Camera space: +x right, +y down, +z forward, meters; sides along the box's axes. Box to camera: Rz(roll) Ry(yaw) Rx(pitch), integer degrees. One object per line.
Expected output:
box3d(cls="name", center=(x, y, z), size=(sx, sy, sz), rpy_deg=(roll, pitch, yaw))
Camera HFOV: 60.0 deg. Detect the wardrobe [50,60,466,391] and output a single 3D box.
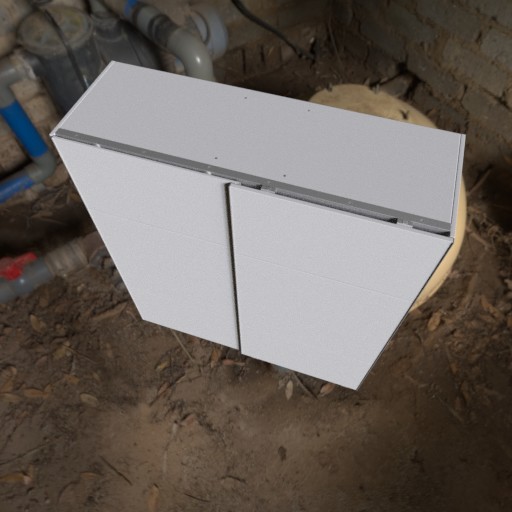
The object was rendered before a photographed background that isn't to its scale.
box3d(cls="wardrobe", center=(0.000, 0.000, 2.801), size=(1.780, 1.960, 0.629), rpy_deg=(15, 58, 10))
